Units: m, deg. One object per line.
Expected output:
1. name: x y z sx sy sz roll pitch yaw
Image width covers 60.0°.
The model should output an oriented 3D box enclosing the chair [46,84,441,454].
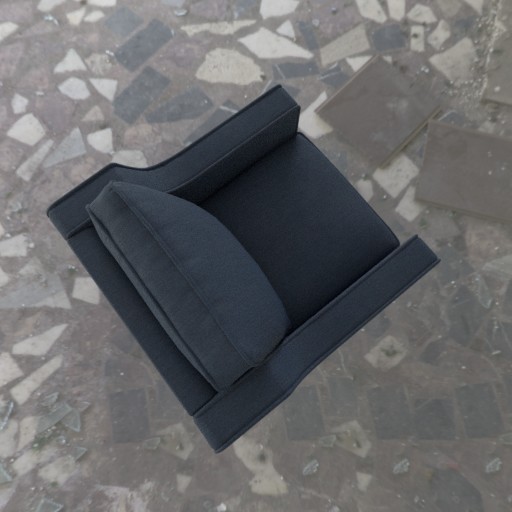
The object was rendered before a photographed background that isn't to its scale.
1. chair: 0.000 0.000 1.591 0.909 0.960 0.831 -37 79 -9
